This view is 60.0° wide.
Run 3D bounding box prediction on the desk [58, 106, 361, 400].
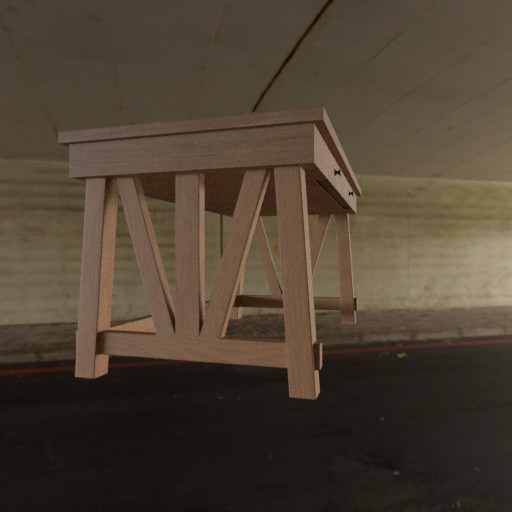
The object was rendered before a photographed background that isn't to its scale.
[{"bbox_3d":[0.000,0.000,1.957,0.813,0.762,1.499,0,0,17],"label":"desk"}]
